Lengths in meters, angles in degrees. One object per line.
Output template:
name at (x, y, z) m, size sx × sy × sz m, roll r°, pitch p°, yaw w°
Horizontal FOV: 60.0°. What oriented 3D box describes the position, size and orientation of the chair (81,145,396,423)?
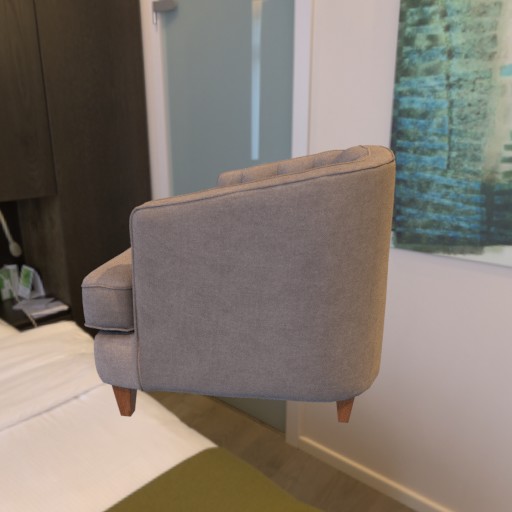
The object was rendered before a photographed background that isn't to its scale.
chair at (0.000, 0.000, 1.755) m, size 0.941 × 0.852 × 1.104 m, roll 3°, pitch 16°, yaw 9°
